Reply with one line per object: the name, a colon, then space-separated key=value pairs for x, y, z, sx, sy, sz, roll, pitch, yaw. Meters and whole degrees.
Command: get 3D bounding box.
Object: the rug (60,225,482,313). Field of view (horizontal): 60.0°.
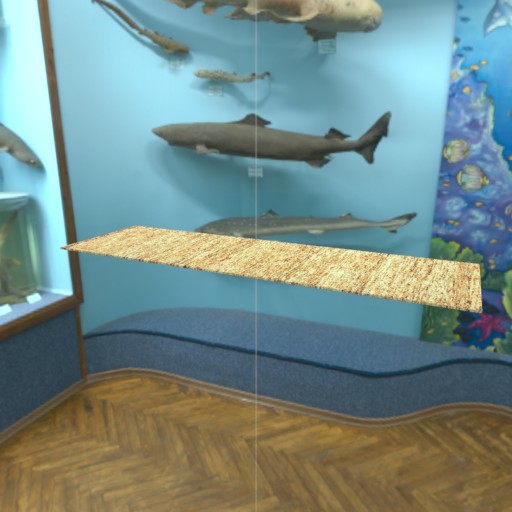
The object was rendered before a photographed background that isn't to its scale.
rug: x=0.000 y=0.000 z=2.455 sx=2.237 sy=0.014 sz=0.680 roll=7 pitch=18 yaw=24
